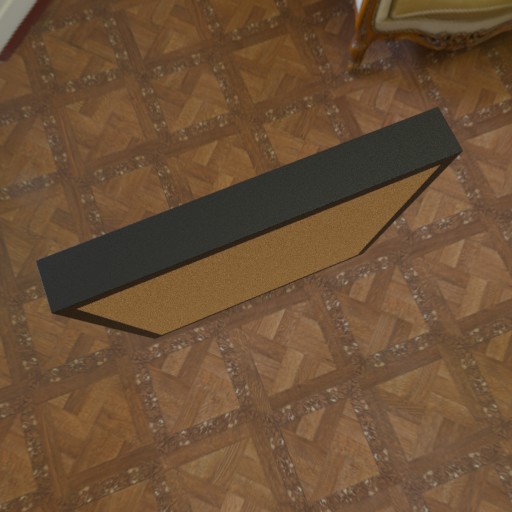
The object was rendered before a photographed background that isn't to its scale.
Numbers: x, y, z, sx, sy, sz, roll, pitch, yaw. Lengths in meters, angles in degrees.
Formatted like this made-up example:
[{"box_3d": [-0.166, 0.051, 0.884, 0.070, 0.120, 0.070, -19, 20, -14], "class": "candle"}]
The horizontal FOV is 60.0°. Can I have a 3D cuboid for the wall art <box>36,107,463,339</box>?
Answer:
[{"box_3d": [0.000, 0.000, 0.454, 0.304, 0.304, 0.038, -22, 77, -5], "class": "wall art"}]
